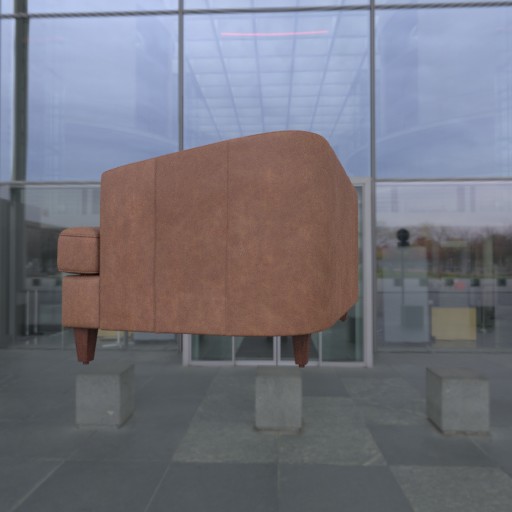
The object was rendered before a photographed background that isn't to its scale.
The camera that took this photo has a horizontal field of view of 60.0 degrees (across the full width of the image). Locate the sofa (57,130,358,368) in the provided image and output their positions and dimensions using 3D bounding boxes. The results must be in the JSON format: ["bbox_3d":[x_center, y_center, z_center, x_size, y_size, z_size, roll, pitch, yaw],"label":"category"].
[{"bbox_3d":[0.000,0.000,2.225,0.914,0.786,1.755,0,-1,18],"label":"sofa"}]
